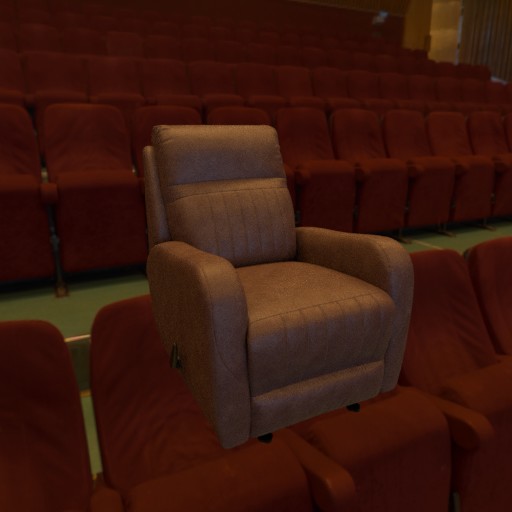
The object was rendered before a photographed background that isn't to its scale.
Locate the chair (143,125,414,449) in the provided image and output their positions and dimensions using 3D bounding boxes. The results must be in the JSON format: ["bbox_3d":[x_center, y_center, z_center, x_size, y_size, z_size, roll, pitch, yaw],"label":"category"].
[{"bbox_3d":[0.000,0.000,1.852,0.865,1.067,1.067,-8,17,-26],"label":"chair"}]
